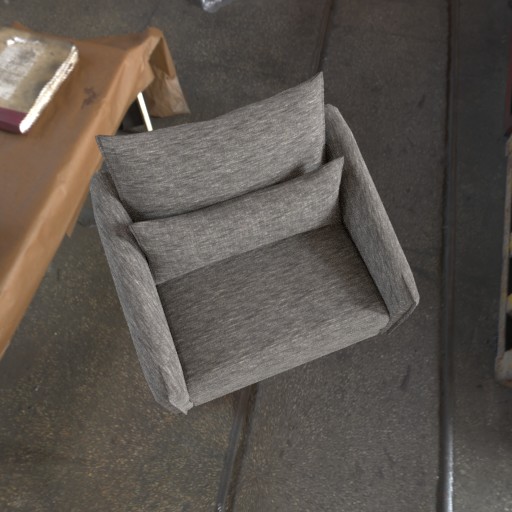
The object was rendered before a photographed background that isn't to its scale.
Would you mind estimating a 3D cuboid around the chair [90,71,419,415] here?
[{"bbox_3d":[0.000,0.000,1.635,1.004,0.842,0.805,-19,65,-9],"label":"chair"}]
